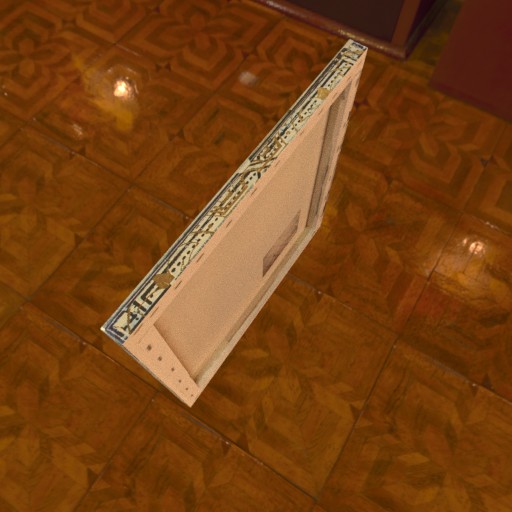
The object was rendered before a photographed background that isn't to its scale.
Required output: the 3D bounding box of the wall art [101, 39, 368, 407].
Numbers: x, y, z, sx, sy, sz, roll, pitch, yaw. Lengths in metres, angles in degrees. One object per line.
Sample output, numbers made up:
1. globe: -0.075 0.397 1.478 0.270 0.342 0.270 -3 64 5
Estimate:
1. wall art: 0.000 0.000 0.907 0.036 0.607 0.609 32 69 14
